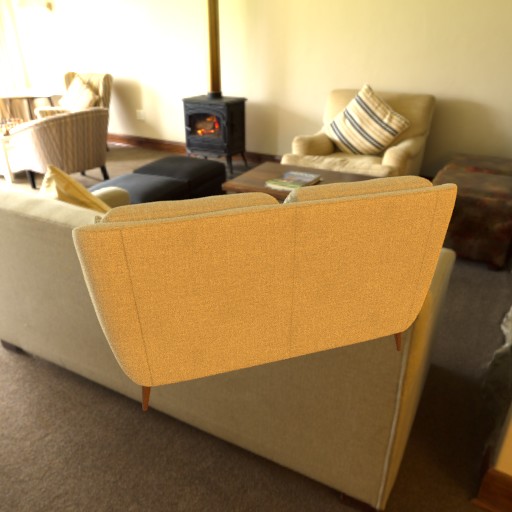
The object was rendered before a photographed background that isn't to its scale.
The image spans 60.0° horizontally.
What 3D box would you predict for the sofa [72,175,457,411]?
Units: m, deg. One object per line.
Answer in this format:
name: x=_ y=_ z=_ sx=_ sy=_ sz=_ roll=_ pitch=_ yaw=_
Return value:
sofa: x=0.000 y=0.000 z=2.228 sx=1.652 sy=0.888 sz=0.965 roll=-8 pitch=28 yaw=-16
